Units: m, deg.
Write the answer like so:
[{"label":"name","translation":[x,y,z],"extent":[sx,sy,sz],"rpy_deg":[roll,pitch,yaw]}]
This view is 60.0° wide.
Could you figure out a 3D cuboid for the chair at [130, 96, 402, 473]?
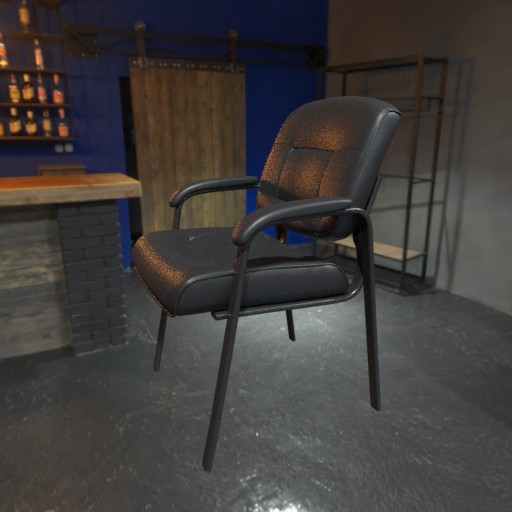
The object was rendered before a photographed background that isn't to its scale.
[{"label":"chair","translation":[0.000,0.000,1.322],"extent":[0.668,0.910,0.591],"rpy_deg":[-8,18,-25]}]
